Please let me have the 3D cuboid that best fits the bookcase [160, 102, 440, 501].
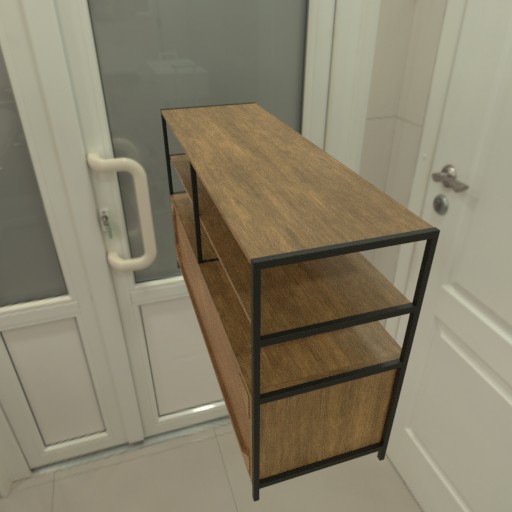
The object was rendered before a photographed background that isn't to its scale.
[{"bbox_3d":[0.000,0.000,1.448,0.391,0.712,1.149,-10,33,-15],"label":"bookcase"}]
